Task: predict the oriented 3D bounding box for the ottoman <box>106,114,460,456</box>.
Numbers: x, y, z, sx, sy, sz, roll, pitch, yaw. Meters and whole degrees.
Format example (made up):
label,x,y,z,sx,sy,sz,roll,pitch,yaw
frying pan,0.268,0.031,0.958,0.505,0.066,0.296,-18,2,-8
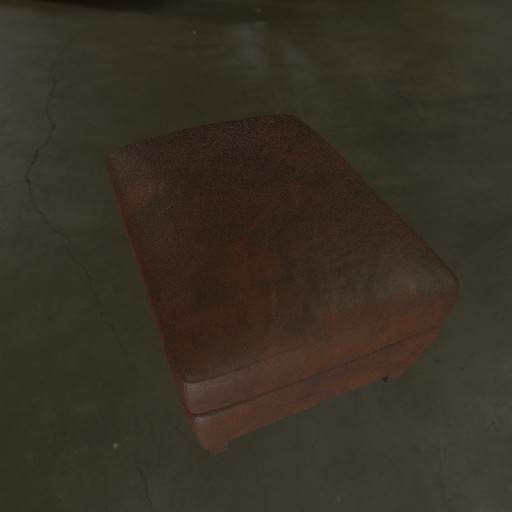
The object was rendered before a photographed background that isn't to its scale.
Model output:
label,x,y,z,sx,sy,sz,roll,pitch,yaw
ottoman,0.000,0.000,1.272,0.659,0.527,0.887,-16,47,-16
